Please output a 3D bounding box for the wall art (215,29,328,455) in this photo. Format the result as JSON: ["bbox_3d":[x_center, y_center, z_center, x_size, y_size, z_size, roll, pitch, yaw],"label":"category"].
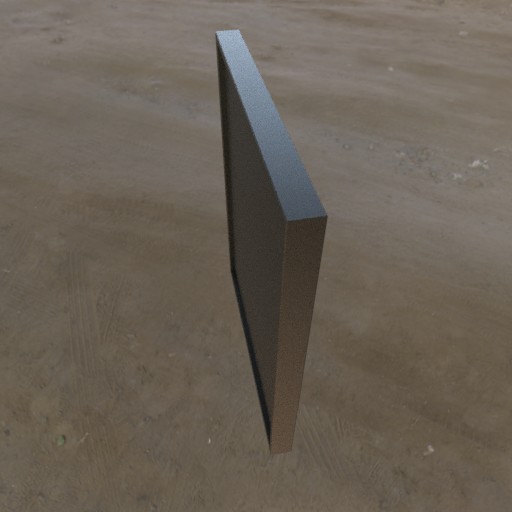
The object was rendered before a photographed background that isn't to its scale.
[{"bbox_3d":[0.000,0.000,0.738,0.039,0.555,0.449,-8,47,-8],"label":"wall art"}]
